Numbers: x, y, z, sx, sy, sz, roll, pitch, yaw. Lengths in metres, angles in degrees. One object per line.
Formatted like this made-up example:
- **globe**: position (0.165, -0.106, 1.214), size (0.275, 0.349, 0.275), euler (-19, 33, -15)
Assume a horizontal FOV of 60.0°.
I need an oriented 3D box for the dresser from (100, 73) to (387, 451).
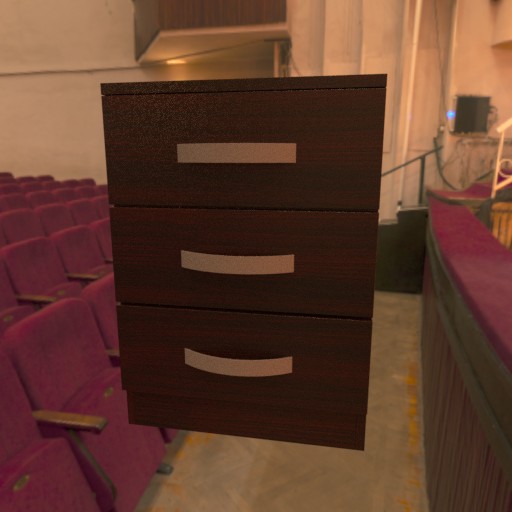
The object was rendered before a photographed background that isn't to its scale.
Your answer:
- **dresser**: position (0.000, 0.000, 0.810), size (0.400, 0.560, 0.360), euler (2, 13, 10)
